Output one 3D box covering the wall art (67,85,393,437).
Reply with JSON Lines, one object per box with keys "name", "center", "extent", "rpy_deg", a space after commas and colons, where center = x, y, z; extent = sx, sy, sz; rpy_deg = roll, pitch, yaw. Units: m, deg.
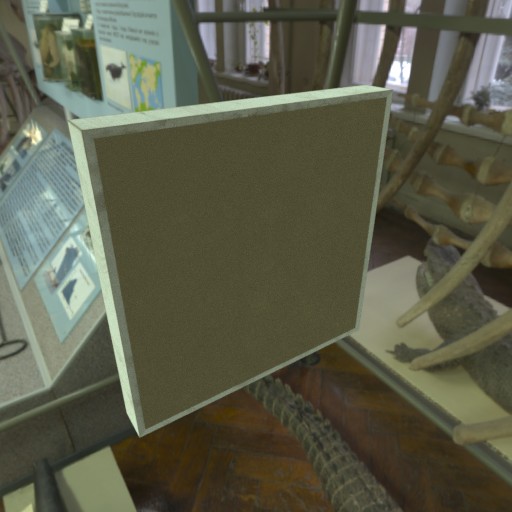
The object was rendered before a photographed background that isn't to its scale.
{"name": "wall art", "center": [0.000, 0.000, 0.456], "extent": [0.305, 0.303, 0.038], "rpy_deg": [-18, 34, -29]}
